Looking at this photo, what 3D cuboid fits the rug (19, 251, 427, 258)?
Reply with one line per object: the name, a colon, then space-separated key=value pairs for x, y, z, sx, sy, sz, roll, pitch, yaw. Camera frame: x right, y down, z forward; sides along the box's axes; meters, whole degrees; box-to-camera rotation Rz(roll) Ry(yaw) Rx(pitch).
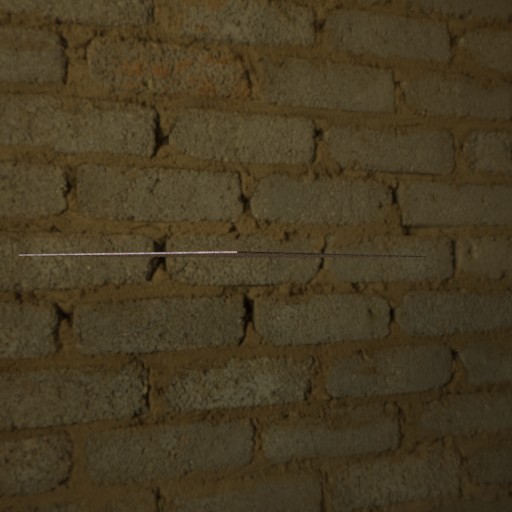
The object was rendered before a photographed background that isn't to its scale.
rug: x=0.000 y=0.000 z=2.302 sx=1.219 sy=0.005 sz=1.829 roll=0 pitch=-1 yaw=36
